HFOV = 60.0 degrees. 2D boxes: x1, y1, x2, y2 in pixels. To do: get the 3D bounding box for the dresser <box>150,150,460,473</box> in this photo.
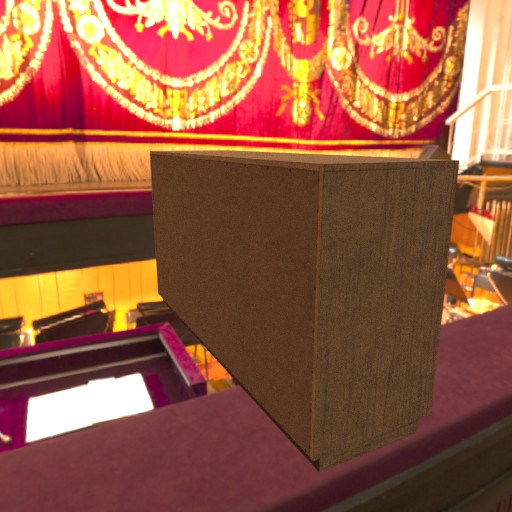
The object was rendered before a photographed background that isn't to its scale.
[{"bbox_3d":[0.000,0.000,1.984,0.483,0.889,1.628,-7,16,-27],"label":"dresser"}]
